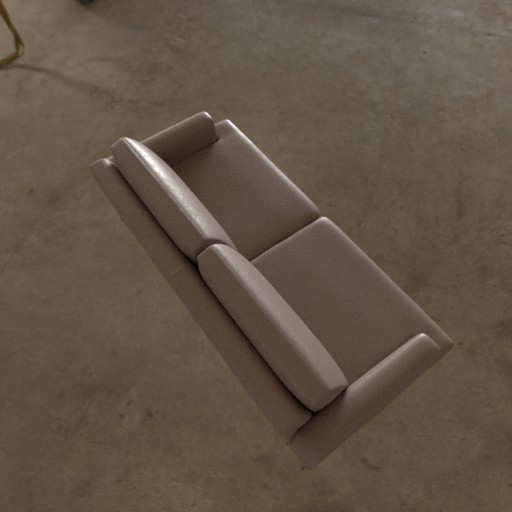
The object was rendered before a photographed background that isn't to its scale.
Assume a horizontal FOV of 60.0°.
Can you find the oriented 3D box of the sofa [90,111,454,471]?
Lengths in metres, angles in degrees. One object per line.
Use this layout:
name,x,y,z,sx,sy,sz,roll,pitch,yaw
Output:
sofa,0.000,0.000,2.356,0.974,0.765,1.940,-33,64,-18
